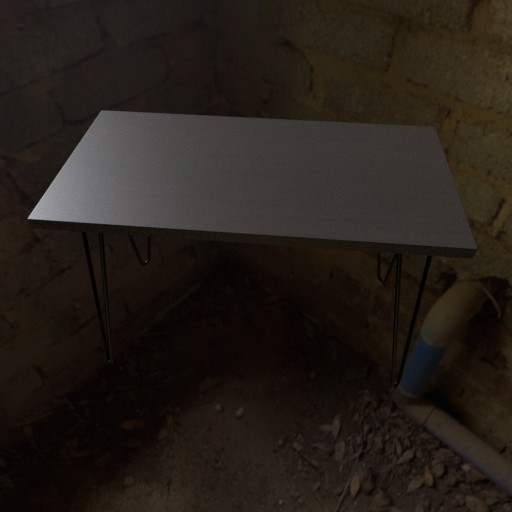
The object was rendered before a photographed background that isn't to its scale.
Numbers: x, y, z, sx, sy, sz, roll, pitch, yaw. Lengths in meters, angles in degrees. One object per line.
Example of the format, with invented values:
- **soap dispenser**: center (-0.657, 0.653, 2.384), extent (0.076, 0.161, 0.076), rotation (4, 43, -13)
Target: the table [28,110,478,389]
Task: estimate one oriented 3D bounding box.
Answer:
- **table**: center (0.000, 0.000, 1.380), extent (0.991, 0.660, 0.499), rotation (4, 46, 4)
